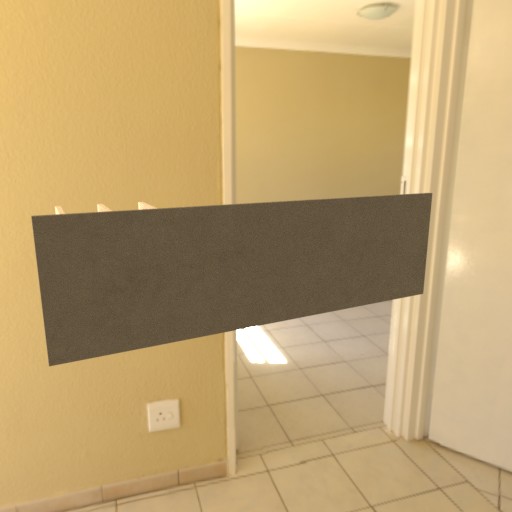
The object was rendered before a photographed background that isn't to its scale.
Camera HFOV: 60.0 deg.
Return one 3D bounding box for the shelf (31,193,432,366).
[{"bbox_3d":[0.000,0.000,1.155,1.020,0.300,0.200,-7,15,-26],"label":"shelf"}]
